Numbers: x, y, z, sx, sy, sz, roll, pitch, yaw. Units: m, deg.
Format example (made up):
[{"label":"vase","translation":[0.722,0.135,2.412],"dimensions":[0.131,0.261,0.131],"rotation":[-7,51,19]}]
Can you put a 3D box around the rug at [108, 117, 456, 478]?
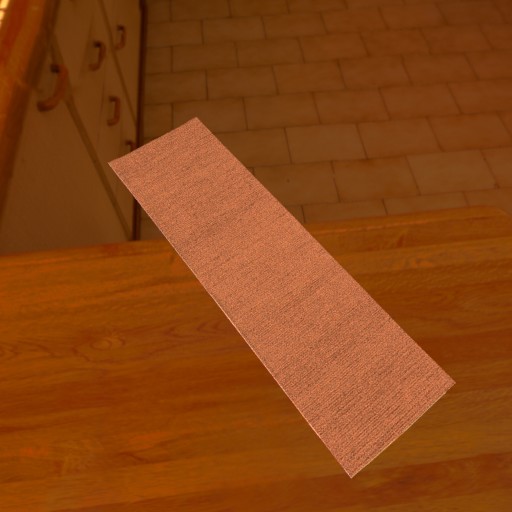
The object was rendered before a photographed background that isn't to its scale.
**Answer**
[{"label":"rug","translation":[0.000,0.000,2.517],"dimensions":[0.692,0.032,2.320],"rotation":[-33,64,-18]}]
